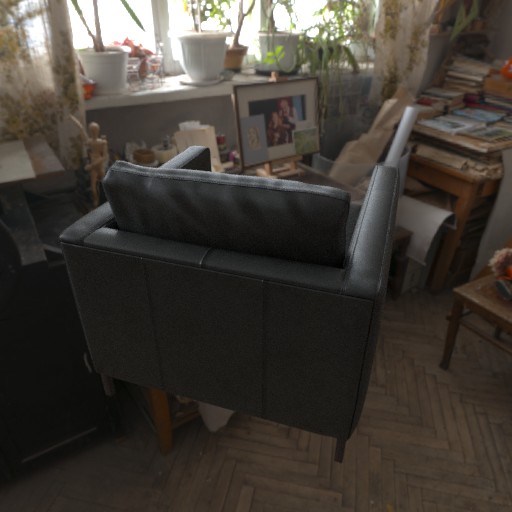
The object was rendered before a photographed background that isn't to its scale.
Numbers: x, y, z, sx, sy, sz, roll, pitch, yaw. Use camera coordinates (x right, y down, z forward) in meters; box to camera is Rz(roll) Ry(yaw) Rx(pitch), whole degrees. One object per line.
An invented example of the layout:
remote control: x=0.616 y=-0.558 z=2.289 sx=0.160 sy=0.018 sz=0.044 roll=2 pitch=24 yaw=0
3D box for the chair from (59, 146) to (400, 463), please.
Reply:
chair: x=0.000 y=0.000 z=1.502 sx=0.967 sy=0.824 sz=0.861 roll=10 pitch=33 yaw=16
